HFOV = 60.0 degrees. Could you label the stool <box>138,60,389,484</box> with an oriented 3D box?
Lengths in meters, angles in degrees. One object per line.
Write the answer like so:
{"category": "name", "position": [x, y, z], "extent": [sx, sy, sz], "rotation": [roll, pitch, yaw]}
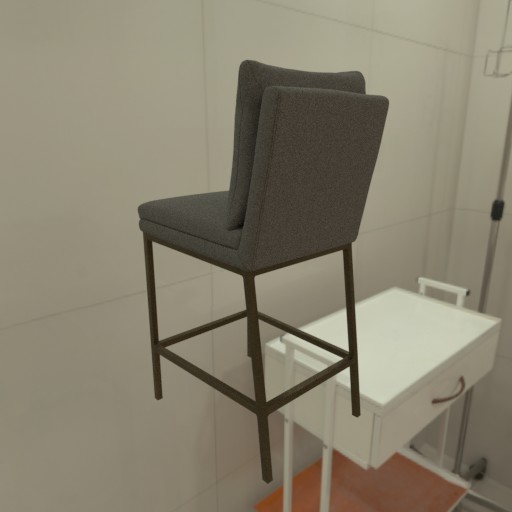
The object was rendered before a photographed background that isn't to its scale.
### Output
{"category": "stool", "position": [0.000, 0.000, 1.325], "extent": [0.463, 1.030, 0.569], "rotation": [-14, 21, -41]}
